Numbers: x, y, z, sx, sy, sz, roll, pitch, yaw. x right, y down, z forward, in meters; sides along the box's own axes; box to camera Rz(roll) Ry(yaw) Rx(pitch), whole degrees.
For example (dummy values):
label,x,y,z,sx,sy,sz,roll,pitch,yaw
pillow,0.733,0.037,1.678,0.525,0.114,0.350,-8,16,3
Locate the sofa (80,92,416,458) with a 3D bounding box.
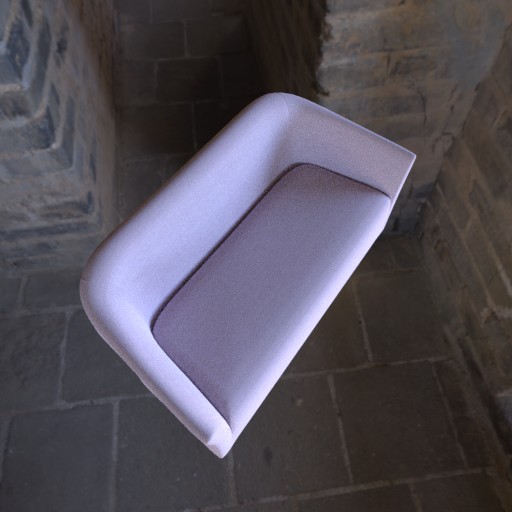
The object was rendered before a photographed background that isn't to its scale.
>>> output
label,x,y,z,sx,sy,sz,roll,pitch,yaw
sofa,0.000,0.000,1.917,0.705,0.721,1.452,32,64,18
